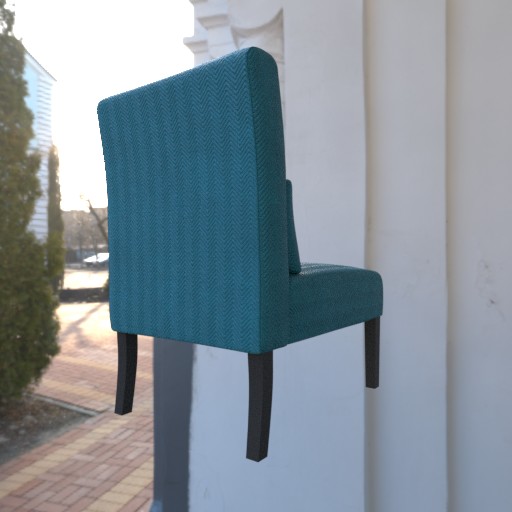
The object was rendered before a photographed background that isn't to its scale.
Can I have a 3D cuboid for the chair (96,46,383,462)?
[{"bbox_3d":[0.000,0.000,1.427,0.579,0.927,0.808,0,0,37],"label":"chair"}]
